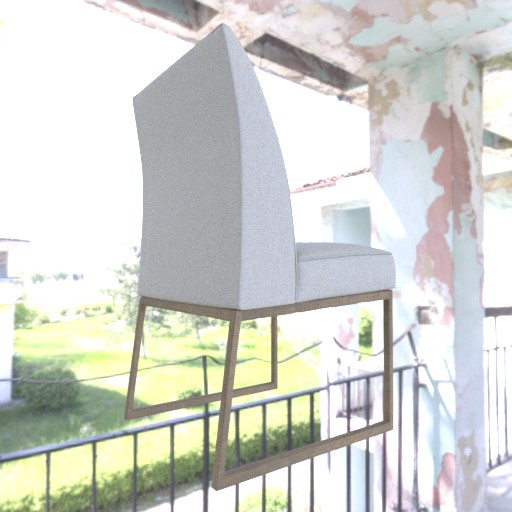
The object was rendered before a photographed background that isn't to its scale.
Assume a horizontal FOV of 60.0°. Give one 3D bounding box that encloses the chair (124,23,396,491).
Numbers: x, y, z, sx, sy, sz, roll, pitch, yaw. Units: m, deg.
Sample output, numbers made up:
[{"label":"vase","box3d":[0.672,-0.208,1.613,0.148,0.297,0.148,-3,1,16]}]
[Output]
[{"label":"chair","box3d":[0.000,0.000,1.150,0.522,0.863,0.508,1,-2,-36]}]
